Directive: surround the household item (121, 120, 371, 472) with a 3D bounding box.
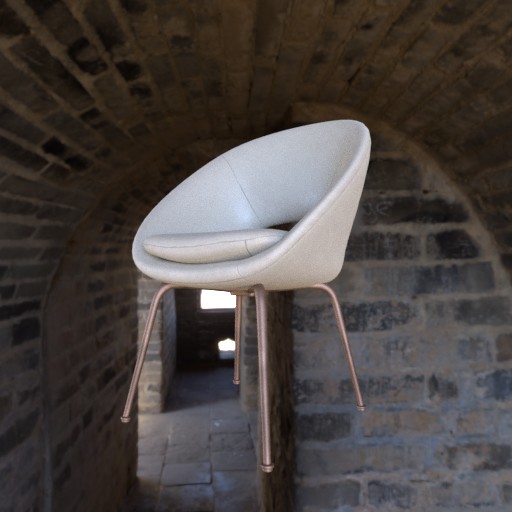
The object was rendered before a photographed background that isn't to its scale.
[{"bbox_3d":[0.000,0.000,1.228,0.623,0.852,0.573,-1,-1,37],"label":"household item"}]
